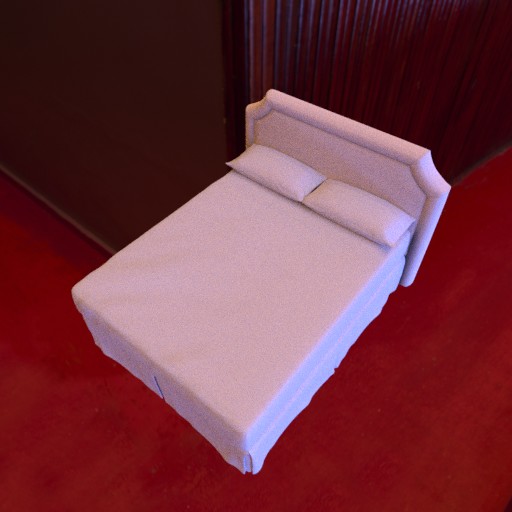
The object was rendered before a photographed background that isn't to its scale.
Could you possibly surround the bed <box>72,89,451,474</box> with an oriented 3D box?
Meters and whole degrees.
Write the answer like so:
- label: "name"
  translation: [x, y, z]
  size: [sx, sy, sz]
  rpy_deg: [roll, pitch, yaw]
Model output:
- label: "bed"
  translation: [0.000, 0.000, 3.251]
  size: [1.828, 1.297, 2.164]
  rpy_deg: [31, 55, 25]
